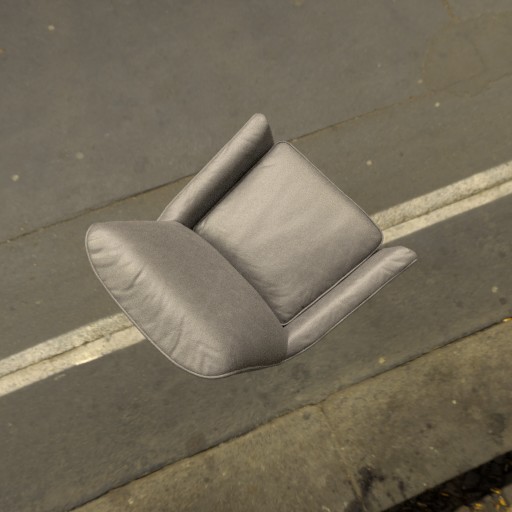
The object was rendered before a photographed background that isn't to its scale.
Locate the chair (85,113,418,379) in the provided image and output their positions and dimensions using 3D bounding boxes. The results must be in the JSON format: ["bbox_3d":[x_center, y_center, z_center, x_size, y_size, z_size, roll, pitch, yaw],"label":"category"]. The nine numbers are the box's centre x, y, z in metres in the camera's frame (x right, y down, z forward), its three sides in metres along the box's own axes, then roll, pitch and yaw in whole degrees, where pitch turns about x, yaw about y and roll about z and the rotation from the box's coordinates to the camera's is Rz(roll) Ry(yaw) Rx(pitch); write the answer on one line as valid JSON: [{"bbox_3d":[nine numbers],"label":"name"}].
[{"bbox_3d":[0.000,0.000,1.533,0.822,0.888,0.787,-42,78,-11],"label":"chair"}]
